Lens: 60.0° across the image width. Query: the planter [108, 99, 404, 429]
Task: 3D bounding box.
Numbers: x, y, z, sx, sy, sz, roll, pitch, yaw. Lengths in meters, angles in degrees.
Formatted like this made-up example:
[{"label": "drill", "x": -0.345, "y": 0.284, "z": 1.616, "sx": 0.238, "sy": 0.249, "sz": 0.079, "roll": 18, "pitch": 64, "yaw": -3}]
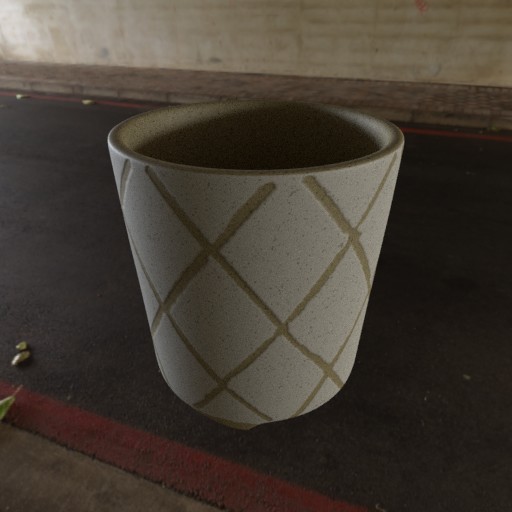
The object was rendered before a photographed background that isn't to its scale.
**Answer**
[{"label": "planter", "x": 0.000, "y": 0.000, "z": 0.345, "sx": 0.191, "sy": 0.199, "sz": 0.191, "roll": 0, "pitch": 30, "yaw": 0}]
